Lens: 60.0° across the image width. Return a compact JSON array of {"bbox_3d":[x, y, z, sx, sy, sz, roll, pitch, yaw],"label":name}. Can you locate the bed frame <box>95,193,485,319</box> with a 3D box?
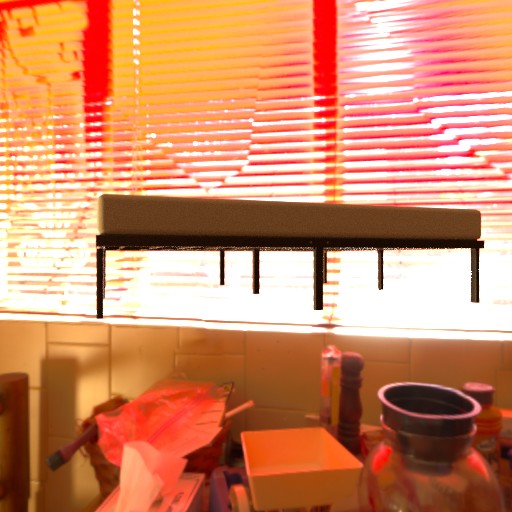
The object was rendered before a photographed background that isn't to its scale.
[{"bbox_3d":[0.000,0.000,3.957,2.635,0.680,2.526,0,0,-18],"label":"bed frame"}]
